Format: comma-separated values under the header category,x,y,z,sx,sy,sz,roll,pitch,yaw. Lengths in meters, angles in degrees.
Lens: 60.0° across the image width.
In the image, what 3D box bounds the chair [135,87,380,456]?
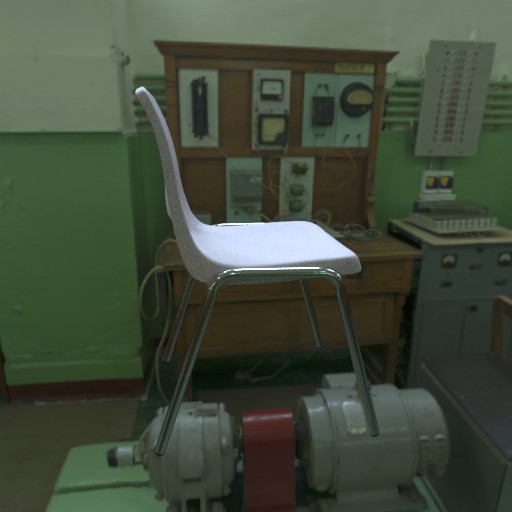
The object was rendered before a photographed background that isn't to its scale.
category,x,y,z,sx,sy,sz,roll,pitch,yaw
chair,0.000,0.000,0.924,0.436,0.653,0.381,-3,17,-9
